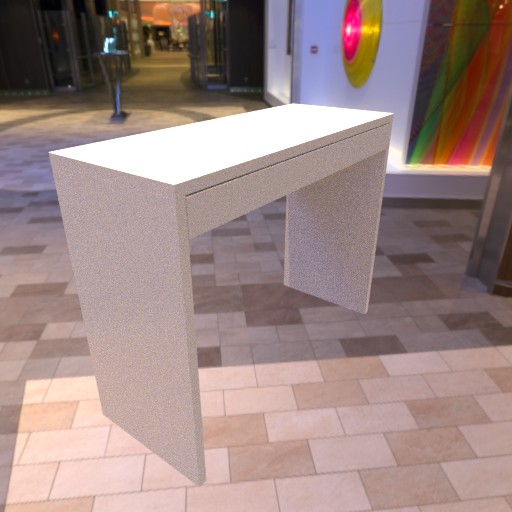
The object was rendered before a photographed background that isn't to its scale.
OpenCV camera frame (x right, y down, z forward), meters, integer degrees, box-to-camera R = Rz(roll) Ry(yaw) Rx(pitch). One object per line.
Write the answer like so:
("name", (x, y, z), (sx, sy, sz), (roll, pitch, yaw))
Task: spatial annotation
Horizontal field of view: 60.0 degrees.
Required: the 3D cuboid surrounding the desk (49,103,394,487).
("desk", (0.000, 0.000, 1.410), (0.400, 0.790, 1.000), (19, 32, 33))
